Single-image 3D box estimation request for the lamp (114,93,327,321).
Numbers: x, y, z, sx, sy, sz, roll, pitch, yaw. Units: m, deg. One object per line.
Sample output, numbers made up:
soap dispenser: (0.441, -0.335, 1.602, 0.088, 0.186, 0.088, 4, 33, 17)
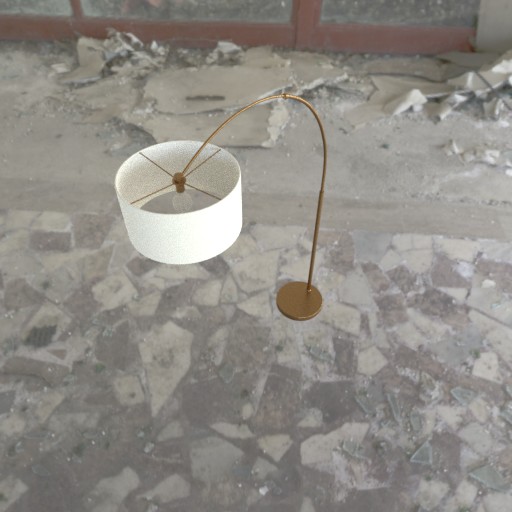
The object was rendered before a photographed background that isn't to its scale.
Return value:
lamp: (0.000, 0.000, 2.604, 0.493, 1.927, 1.434, 32, 54, 27)
